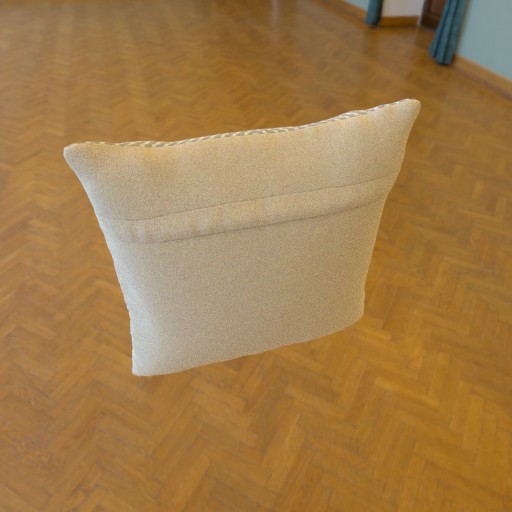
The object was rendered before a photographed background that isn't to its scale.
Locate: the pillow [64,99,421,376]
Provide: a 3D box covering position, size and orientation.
[{"bbox_3d":[0.000,0.000,0.698,0.459,0.458,0.181,-12,42,-13],"label":"pillow"}]
